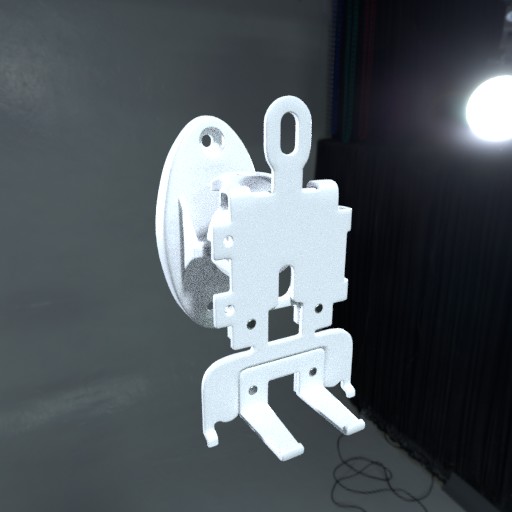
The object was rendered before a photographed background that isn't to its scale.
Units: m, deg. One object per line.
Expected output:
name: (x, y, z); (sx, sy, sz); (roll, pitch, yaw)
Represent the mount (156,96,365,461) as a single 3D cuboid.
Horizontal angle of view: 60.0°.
mount: (0.000, 0.000, 0.176); (0.066, 0.118, 0.100); (-9, 19, -27)
